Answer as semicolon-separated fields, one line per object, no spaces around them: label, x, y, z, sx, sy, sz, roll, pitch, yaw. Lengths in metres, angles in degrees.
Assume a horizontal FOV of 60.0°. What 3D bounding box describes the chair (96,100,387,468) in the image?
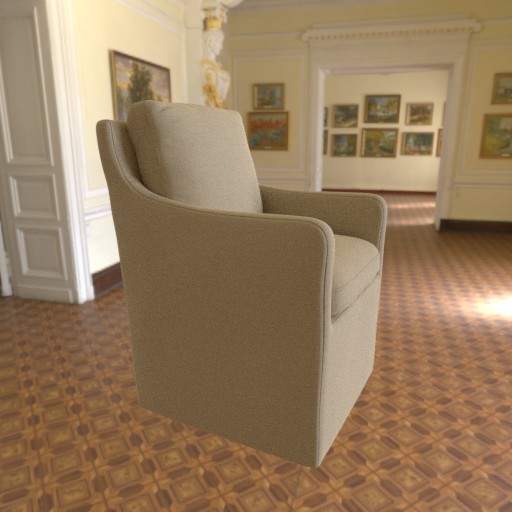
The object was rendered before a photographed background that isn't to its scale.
chair;0.000;0.000;1.389;0.694;0.914;0.626;8;16;27
